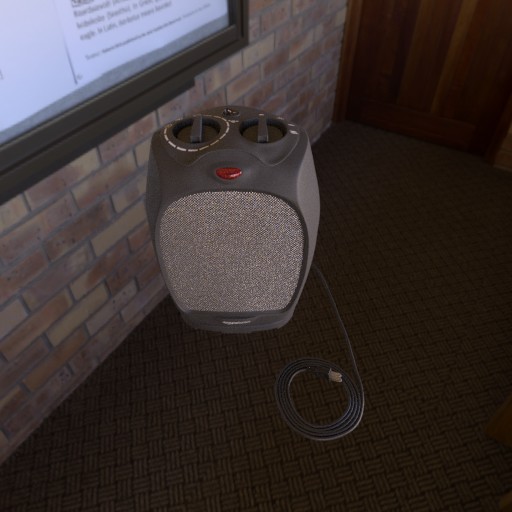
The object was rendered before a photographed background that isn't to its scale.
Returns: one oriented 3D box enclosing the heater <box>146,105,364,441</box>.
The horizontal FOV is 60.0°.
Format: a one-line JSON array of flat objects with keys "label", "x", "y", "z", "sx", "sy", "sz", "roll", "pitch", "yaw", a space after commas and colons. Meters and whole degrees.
[{"label": "heater", "x": 0.000, "y": 0.000, "z": 0.470, "sx": 0.239, "sy": 0.255, "sz": 0.291, "roll": 0, "pitch": 45, "yaw": 0}]
